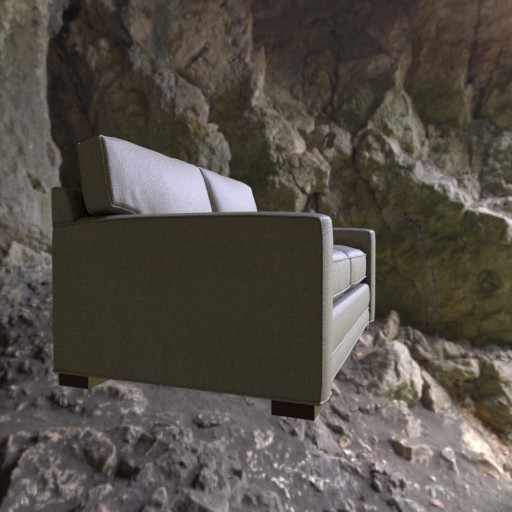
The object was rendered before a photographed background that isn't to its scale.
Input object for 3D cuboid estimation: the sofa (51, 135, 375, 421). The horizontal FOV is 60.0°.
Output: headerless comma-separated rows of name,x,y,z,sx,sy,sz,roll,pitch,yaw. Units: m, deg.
sofa,0.000,0.000,2.025,0.940,0.853,1.484,1,2,20
